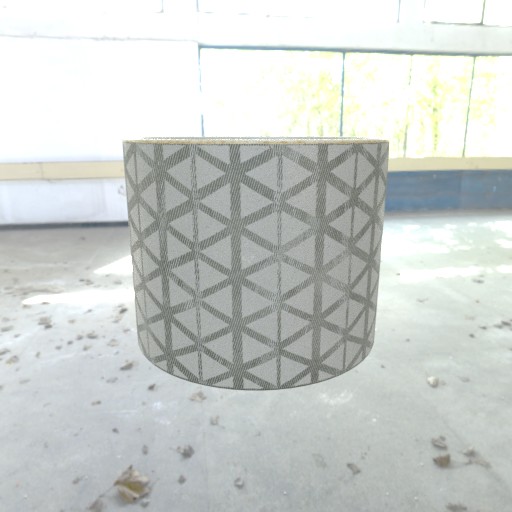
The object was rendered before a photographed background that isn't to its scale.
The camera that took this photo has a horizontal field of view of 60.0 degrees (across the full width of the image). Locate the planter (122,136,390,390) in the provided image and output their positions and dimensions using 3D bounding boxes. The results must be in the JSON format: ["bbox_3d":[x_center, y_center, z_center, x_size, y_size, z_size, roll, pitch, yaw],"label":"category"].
[{"bbox_3d":[0.000,0.000,0.462,0.250,0.239,0.250,0,16,0],"label":"planter"}]
